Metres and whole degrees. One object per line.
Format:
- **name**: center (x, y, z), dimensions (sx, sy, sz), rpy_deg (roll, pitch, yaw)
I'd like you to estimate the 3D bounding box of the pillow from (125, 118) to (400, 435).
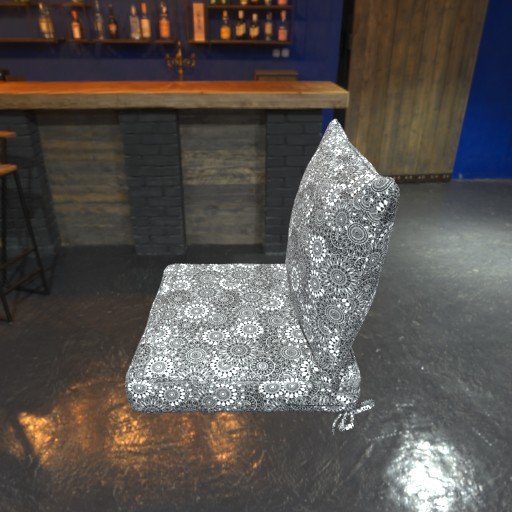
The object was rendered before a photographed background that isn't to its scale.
- **pillow**: center (0.000, 0.000, 1.405), dimensions (0.740, 0.722, 0.798), rpy_deg (0, 27, 0)
